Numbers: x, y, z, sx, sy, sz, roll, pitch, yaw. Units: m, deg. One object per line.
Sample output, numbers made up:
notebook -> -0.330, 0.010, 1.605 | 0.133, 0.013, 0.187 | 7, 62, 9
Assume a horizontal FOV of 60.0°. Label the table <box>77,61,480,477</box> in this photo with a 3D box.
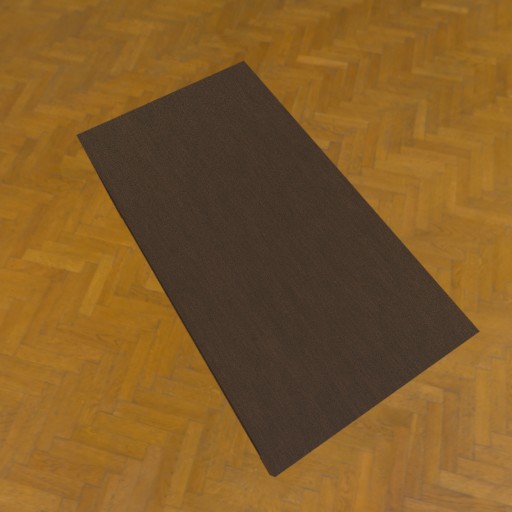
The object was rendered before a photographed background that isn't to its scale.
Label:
table -> 0.000, 0.000, 1.404 | 0.597, 0.424, 1.099 | -30, 68, -13
